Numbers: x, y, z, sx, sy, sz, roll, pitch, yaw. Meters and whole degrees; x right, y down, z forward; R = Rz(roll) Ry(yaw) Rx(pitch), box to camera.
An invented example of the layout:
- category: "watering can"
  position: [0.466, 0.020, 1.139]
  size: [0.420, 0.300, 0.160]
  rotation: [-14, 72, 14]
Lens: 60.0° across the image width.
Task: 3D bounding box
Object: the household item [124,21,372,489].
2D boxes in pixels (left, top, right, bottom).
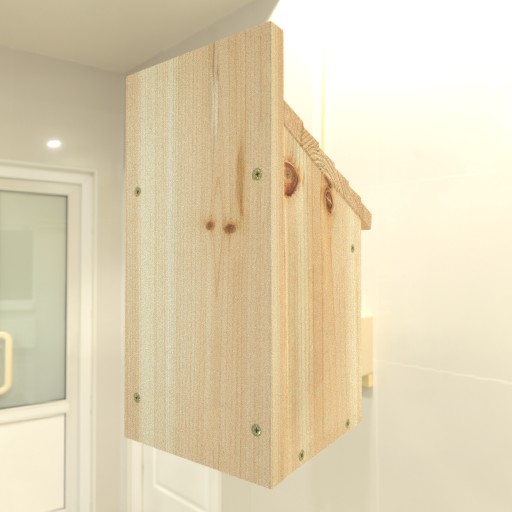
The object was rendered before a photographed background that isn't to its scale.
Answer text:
- category: "household item"
  position: [0.000, 0.000, 0.394]
  size: [0.149, 0.300, 0.171]
  rotation: [-1, -1, 36]
